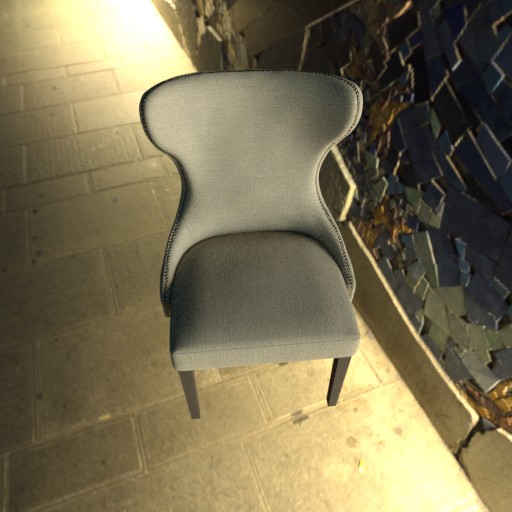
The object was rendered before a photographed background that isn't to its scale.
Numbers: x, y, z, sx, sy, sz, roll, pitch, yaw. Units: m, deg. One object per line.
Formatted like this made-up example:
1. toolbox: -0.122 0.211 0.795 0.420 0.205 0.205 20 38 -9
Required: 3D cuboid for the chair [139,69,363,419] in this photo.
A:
1. chair: 0.000 0.000 1.418 0.628 0.967 0.635 -4 47 -4
